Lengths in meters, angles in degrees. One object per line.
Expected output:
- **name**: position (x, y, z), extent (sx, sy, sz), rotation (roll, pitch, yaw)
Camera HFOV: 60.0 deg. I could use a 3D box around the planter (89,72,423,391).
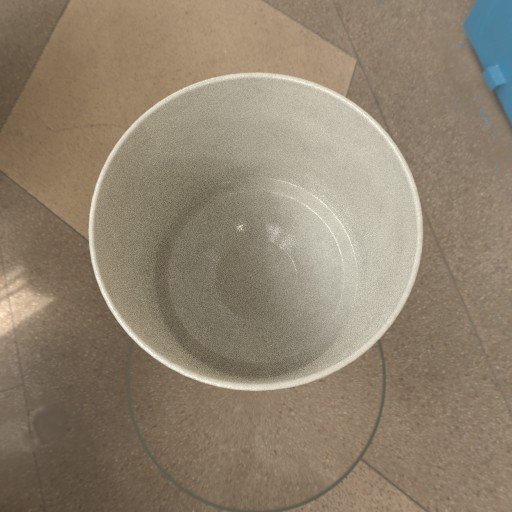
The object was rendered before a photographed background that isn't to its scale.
- **planter**: position (0.000, 0.000, 0.339), extent (0.190, 0.181, 0.190), rotation (0, 76, 0)
